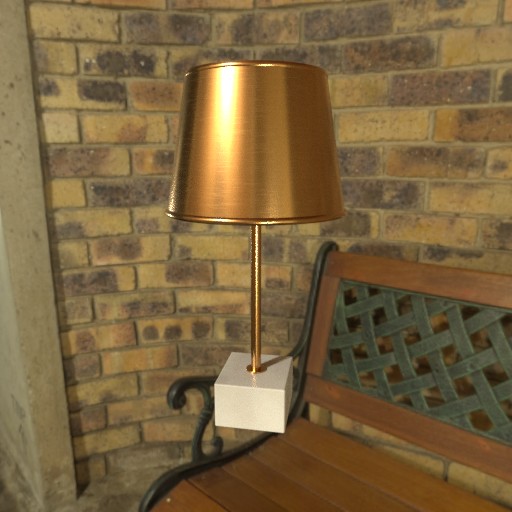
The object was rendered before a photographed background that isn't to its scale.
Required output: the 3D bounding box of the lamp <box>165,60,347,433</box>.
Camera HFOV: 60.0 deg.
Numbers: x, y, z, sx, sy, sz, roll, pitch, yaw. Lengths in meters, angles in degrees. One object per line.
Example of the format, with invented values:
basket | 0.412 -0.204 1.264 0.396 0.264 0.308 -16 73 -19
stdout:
lamp | 0.000 0.000 0.530 0.208 0.406 0.208 0 12 0
